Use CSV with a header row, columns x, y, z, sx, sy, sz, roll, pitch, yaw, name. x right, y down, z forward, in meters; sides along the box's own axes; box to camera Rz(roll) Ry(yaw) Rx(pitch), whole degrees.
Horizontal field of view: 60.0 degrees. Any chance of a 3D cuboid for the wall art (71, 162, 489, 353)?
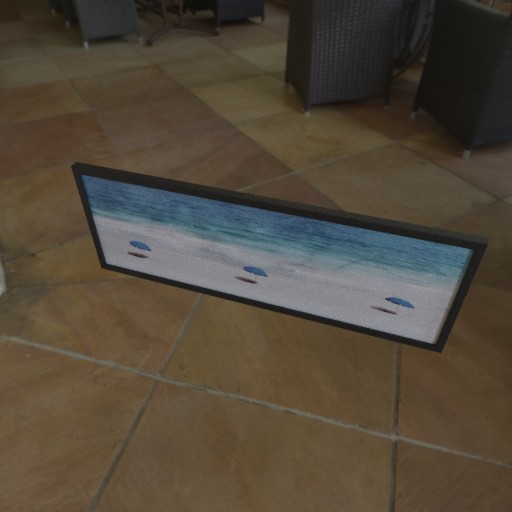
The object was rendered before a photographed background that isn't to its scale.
x,y,z,sx,sy,sz,roll,pitch,yaw,name
0.000,0.000,1.792,1.572,0.554,0.041,12,42,14,wall art
